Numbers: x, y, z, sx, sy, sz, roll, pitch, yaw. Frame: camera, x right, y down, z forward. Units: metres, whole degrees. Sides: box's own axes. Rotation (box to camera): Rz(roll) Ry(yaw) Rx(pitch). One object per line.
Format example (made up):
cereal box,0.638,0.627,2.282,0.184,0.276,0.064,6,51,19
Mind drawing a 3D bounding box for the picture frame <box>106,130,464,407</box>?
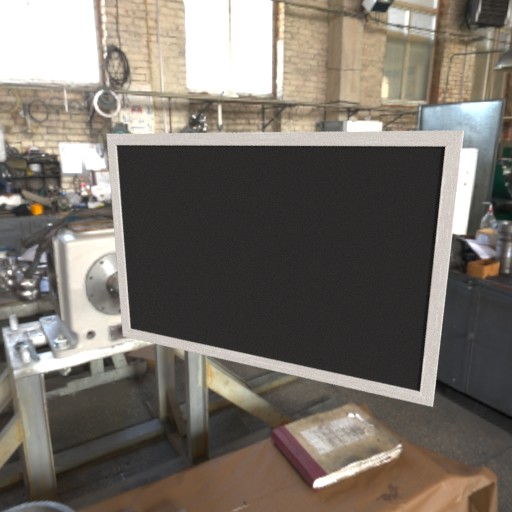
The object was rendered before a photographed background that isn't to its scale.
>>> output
picture frame,0.000,0.000,1.193,0.950,0.640,0.029,7,16,24
